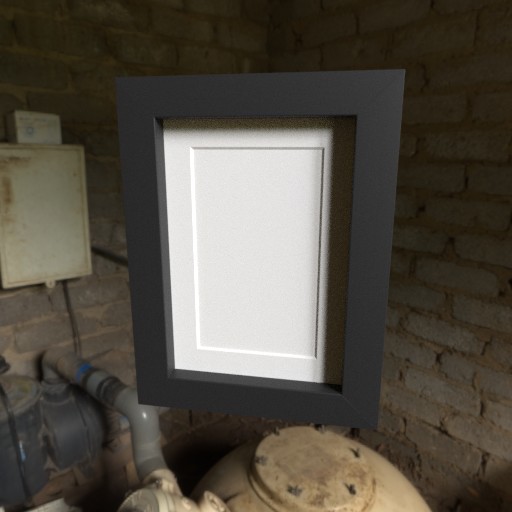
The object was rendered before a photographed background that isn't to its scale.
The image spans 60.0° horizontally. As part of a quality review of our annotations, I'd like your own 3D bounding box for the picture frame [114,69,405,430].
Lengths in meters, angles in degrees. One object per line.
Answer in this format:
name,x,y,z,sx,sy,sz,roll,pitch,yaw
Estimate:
picture frame,0.000,0.000,0.275,0.157,0.208,0.028,3,14,10
